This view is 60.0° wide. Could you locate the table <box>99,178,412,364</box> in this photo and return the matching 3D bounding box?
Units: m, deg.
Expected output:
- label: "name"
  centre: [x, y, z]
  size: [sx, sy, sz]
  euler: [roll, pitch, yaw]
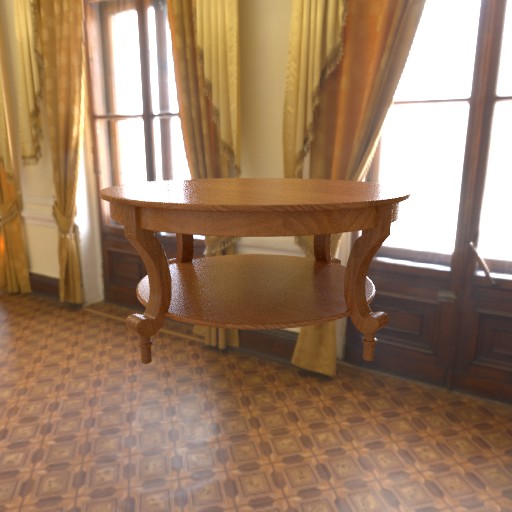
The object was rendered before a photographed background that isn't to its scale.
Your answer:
- label: "table"
  centre: [0.000, 0.000, 1.591]
  size: [1.029, 0.490, 1.029]
  euler: [0, 13, 0]
